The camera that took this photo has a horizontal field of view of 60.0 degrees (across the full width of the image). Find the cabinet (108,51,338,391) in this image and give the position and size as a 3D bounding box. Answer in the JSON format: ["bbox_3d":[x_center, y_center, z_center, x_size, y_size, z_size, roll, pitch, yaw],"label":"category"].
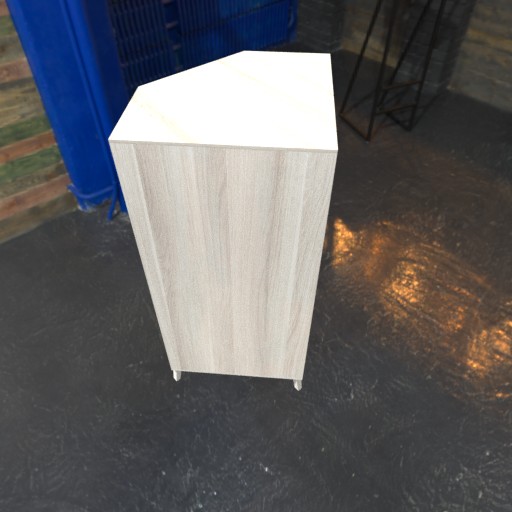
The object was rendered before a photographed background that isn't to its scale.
[{"bbox_3d":[0.000,0.000,2.661,1.272,1.957,0.969,-32,54,-26],"label":"cabinet"}]
